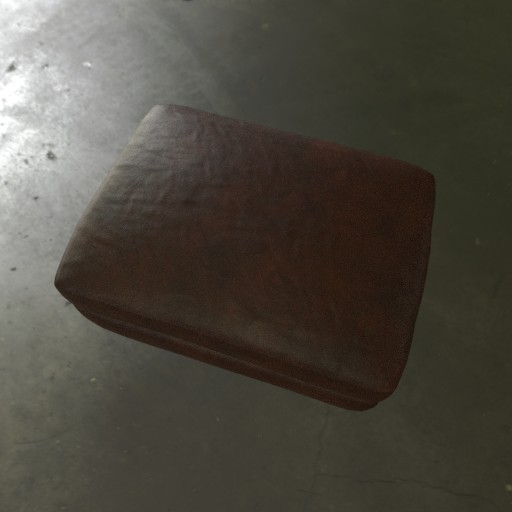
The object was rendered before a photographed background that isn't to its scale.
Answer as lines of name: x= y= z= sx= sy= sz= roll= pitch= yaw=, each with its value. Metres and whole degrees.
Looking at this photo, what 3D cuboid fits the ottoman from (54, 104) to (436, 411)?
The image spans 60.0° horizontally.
ottoman: x=0.000 y=0.000 z=1.305 sx=0.887 sy=0.527 sz=0.659 roll=16 pitch=65 yaw=8
